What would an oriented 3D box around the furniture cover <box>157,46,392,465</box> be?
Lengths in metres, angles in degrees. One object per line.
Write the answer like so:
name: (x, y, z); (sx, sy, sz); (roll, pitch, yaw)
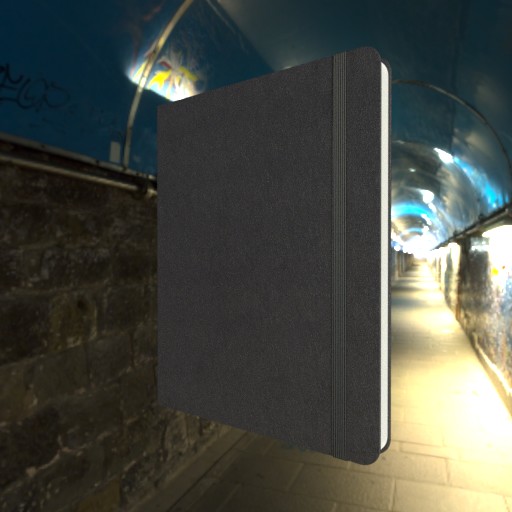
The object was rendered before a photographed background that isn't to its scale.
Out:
furniture cover: (0.000, 0.000, 0.361); (0.216, 0.281, 0.023); (0, 0, 36)
